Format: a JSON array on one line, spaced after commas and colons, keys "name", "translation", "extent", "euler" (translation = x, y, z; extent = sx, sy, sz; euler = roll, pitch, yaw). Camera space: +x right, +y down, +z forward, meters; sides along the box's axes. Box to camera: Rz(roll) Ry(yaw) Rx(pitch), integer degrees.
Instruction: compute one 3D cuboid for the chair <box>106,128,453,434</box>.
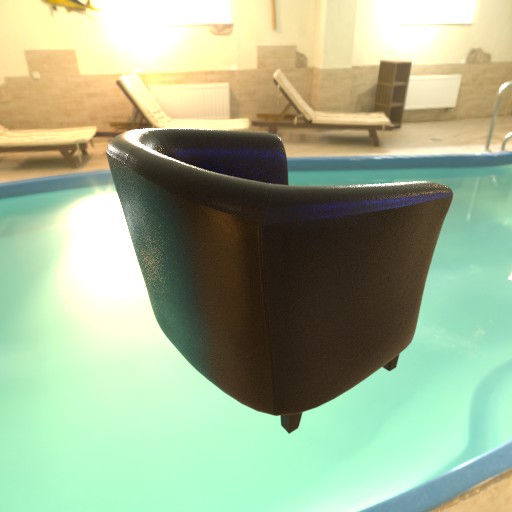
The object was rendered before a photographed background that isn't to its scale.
[{"name": "chair", "translation": [0.000, 0.000, 1.340], "extent": [0.727, 0.756, 0.793], "euler": [-19, 33, -31]}]
